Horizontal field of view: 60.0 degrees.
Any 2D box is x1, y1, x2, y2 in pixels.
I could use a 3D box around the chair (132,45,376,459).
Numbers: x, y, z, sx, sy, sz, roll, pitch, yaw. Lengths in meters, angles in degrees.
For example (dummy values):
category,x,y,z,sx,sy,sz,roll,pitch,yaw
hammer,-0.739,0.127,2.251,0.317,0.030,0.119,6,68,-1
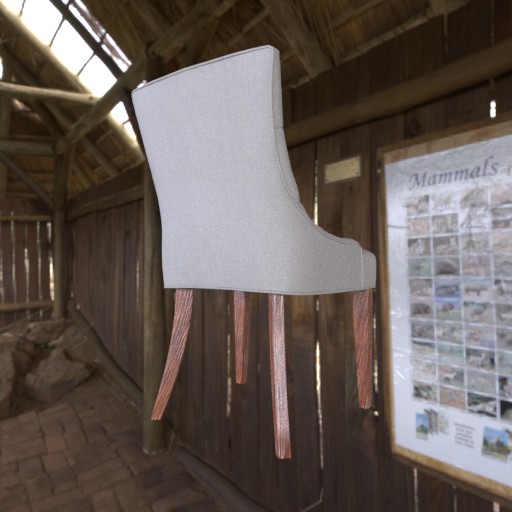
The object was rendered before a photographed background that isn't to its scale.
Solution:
category,x,y,z,sx,sy,sz,roll,pitch,yaw
chair,0.000,0.000,1.227,0.509,0.874,0.565,0,-1,35
